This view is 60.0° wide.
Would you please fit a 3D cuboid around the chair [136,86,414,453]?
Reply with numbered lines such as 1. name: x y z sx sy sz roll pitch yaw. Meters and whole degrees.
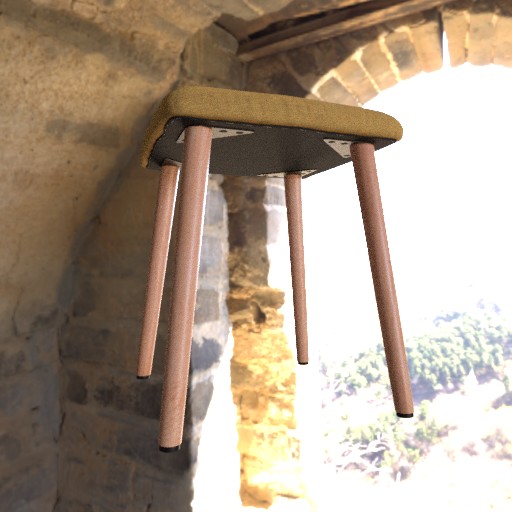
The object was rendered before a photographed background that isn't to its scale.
1. chair: 0.000 0.000 0.709 0.350 0.440 0.350 0 -1 -20
